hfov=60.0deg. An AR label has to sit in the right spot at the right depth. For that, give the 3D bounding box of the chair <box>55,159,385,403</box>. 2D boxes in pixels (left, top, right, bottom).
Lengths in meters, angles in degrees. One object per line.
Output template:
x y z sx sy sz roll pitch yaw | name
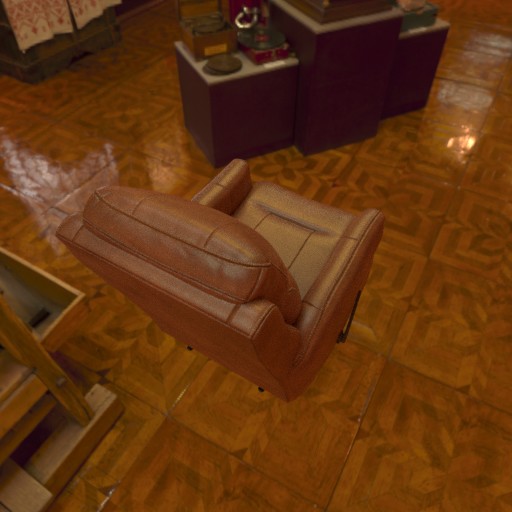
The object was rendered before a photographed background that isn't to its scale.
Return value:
0.000 0.000 1.735 0.821 1.016 1.072 25 52 21 | chair
